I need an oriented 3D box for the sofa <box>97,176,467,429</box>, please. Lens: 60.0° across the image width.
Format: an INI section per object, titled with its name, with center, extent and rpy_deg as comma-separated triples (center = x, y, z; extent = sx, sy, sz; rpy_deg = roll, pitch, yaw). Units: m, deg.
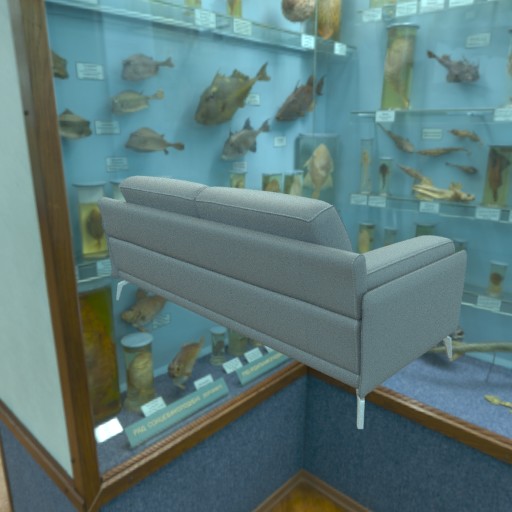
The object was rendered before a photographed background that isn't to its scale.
[sofa]
center = 0.000, 0.000, 2.643
extent = 0.969, 0.900, 2.100
rpy_deg = -15, 22, -43
